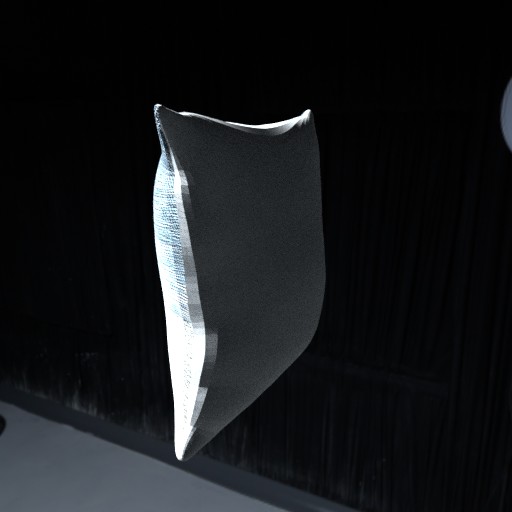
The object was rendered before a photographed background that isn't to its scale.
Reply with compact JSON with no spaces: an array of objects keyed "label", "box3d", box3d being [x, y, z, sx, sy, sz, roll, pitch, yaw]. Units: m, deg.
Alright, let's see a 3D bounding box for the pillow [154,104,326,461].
[{"label":"pillow","box3d":[0.000,0.000,0.685,0.182,0.441,0.440,8,18,26]}]
